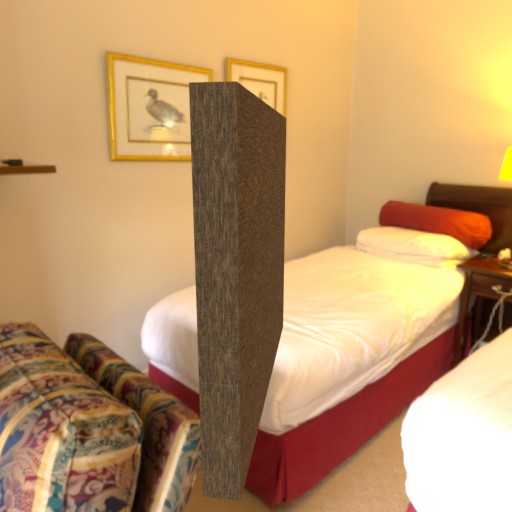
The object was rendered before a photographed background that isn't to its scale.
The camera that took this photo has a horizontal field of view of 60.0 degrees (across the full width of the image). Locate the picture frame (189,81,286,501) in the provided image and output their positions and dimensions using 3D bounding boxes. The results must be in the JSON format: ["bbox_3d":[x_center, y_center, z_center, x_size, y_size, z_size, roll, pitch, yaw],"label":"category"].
[{"bbox_3d":[0.000,0.000,0.516,0.033,0.330,0.378,2,14,9],"label":"picture frame"}]
